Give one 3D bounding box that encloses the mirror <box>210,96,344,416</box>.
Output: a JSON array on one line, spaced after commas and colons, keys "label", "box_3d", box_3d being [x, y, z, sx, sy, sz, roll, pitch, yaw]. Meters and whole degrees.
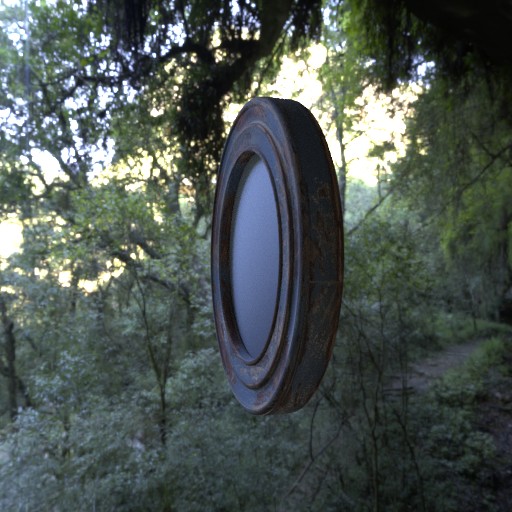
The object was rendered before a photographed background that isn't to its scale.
[{"label": "mirror", "box_3d": [0.000, 0.000, 0.861, 0.061, 0.585, 0.585, 0, -1, -18]}]
